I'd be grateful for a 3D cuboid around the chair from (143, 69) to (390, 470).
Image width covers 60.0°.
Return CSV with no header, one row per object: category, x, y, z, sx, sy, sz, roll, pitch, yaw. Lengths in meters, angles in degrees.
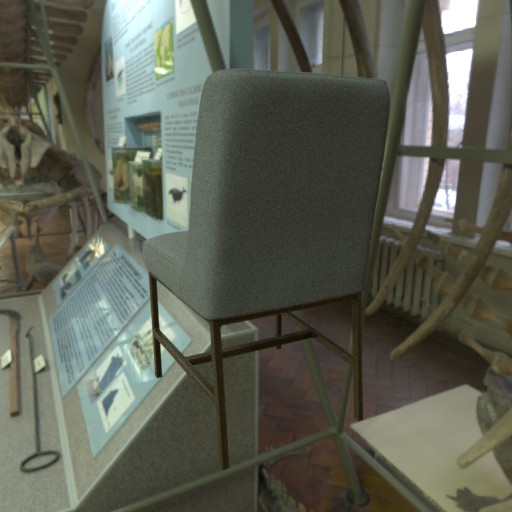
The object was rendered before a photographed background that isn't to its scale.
chair,0.000,0.000,1.243,0.508,0.889,0.587,-7,16,-27
